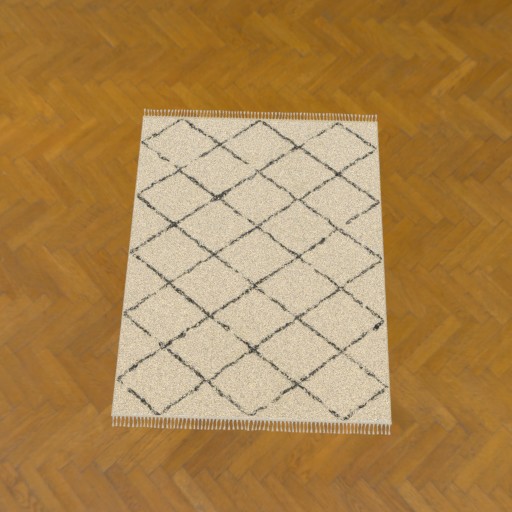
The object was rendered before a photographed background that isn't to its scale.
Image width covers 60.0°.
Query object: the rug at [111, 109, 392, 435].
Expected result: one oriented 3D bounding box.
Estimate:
[{"bbox_3d":[0.000,0.000,4.129,2.380,0.013,3.051,2,75,0],"label":"rug"}]
